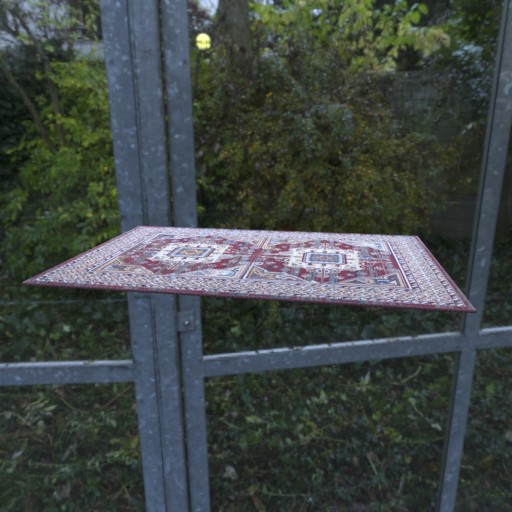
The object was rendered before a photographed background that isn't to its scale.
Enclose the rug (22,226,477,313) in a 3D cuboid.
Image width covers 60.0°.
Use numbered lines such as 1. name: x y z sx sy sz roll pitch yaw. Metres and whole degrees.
1. rug: 0.000 0.000 5.827 4.578 0.033 3.033 3 16 9
